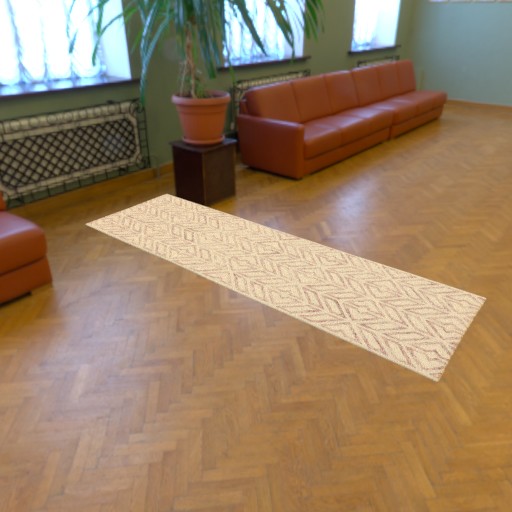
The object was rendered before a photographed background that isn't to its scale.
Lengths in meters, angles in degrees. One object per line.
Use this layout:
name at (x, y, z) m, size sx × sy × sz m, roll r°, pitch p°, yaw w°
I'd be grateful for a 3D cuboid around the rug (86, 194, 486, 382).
rug at (0.000, 0.000, 2.686) m, size 2.435 × 0.009 × 0.750 m, roll 21°, pitch 35°, yaw 33°
